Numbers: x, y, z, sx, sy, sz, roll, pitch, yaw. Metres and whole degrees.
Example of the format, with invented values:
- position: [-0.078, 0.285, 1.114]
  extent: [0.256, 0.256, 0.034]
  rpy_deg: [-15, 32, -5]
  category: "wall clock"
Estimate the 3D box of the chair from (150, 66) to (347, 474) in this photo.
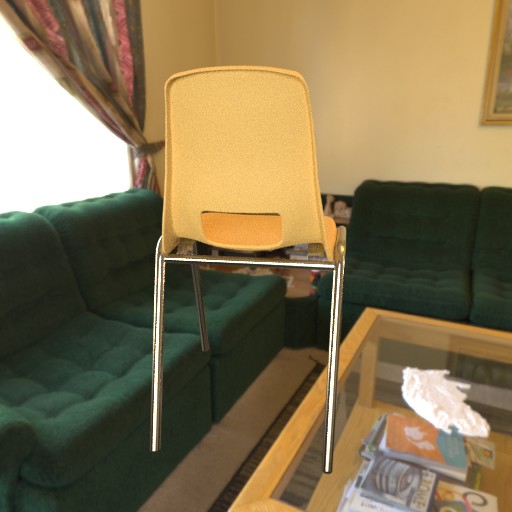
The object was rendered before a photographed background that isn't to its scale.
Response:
- position: [0.000, 0.000, 0.949]
  extent: [0.381, 0.704, 0.436]
  rpy_deg: [3, 16, 9]
  category: "chair"
